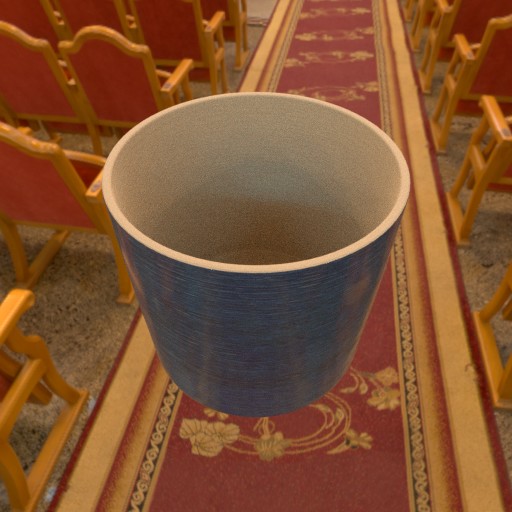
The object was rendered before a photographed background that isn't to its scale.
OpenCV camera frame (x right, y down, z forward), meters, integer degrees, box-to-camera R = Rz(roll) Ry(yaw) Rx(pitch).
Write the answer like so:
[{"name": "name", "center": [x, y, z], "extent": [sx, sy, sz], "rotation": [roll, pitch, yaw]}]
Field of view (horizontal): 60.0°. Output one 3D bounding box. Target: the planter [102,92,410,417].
[{"name": "planter", "center": [0.000, 0.000, 0.398], "extent": [0.221, 0.201, 0.221], "rotation": [0, 46, 0]}]
